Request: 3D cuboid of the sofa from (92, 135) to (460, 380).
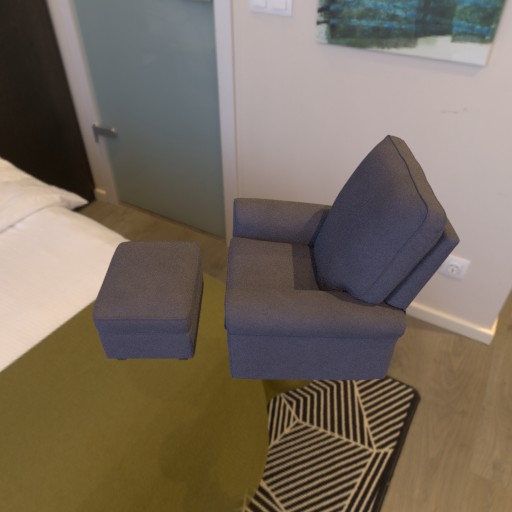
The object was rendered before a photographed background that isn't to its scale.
[{"bbox_3d":[0.000,0.000,2.077,1.478,0.959,0.880,0,40,0],"label":"sofa"}]
